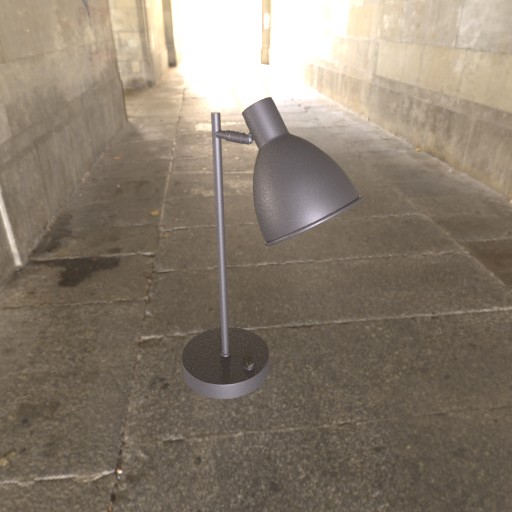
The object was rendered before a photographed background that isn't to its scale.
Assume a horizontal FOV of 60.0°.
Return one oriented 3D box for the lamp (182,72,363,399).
[{"bbox_3d":[0.000,0.000,0.628,0.287,0.483,0.152,20,34,33],"label":"lamp"}]
